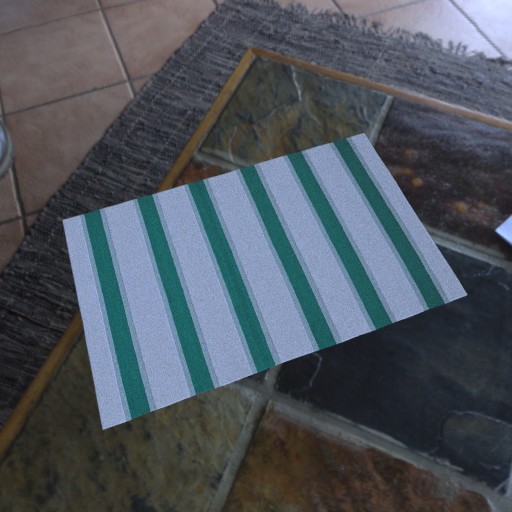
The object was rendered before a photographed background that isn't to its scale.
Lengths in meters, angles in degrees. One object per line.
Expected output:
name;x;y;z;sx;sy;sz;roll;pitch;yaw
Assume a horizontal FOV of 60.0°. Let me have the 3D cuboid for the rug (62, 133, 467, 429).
rug;0.000;0.000;3.075;2.436;0.015;1.521;-18;64;-9
